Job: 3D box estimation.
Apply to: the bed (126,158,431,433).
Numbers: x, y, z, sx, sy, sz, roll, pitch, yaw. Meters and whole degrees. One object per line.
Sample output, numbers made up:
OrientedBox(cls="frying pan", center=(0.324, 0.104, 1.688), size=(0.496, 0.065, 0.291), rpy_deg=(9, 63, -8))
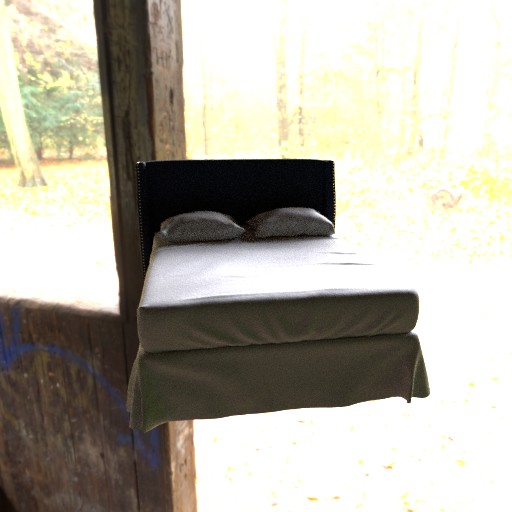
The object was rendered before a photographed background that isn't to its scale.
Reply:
OrientedBox(cls="bed", center=(0.000, 0.000, 3.425), size=(1.925, 1.332, 2.276), rpy_deg=(-3, 16, -9))
